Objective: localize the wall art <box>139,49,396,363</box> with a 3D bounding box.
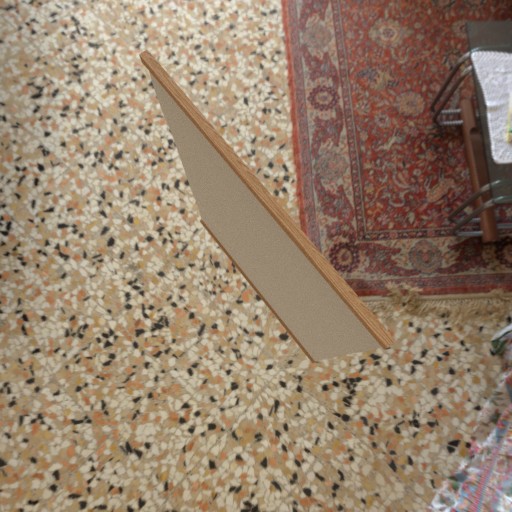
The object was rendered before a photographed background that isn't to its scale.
[{"bbox_3d":[0.000,0.000,1.310,0.020,1.016,0.739,-37,78,-9],"label":"wall art"}]
